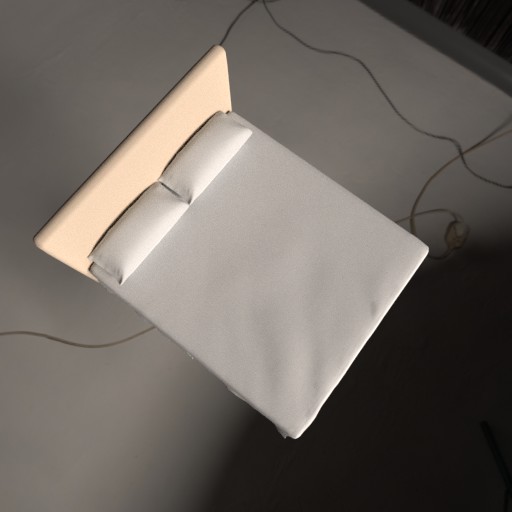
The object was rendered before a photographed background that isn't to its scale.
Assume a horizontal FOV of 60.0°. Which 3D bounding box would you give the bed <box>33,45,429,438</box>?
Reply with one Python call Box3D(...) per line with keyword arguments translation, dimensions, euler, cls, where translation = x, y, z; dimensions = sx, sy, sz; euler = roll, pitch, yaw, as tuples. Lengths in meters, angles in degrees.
Box3D(translation=(0.000, 0.000, 3.348), dimensions=(2.142, 1.330, 1.884), euler=(37, 78, 9), cls="bed")
